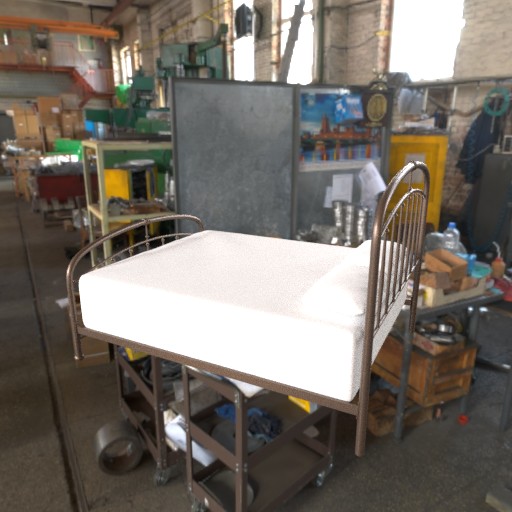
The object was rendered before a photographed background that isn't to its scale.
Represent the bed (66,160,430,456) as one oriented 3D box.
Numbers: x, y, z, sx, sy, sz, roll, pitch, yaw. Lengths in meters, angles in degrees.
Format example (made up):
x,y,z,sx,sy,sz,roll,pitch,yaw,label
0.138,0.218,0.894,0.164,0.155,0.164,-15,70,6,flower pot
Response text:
x,y,z,sx,sy,sz,roll,pitch,yaw,label
0.000,0.000,3.321,2.168,1.475,1.711,8,18,26,bed
